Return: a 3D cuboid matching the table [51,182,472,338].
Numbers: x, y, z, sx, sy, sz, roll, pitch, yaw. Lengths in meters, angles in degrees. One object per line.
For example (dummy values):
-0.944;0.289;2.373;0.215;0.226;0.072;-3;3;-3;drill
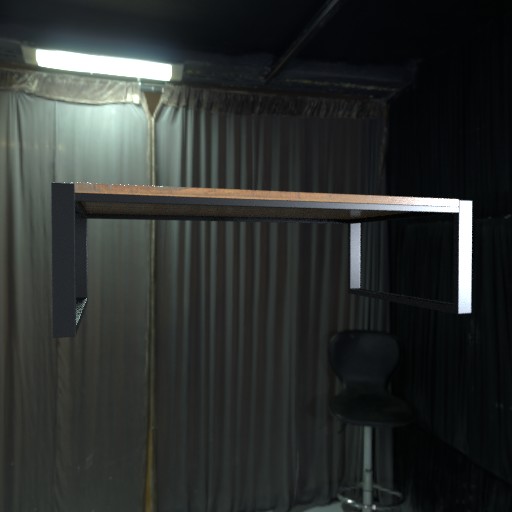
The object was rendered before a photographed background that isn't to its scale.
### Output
0.000;0.000;1.701;1.350;0.400;0.750;0;1;-19;table
